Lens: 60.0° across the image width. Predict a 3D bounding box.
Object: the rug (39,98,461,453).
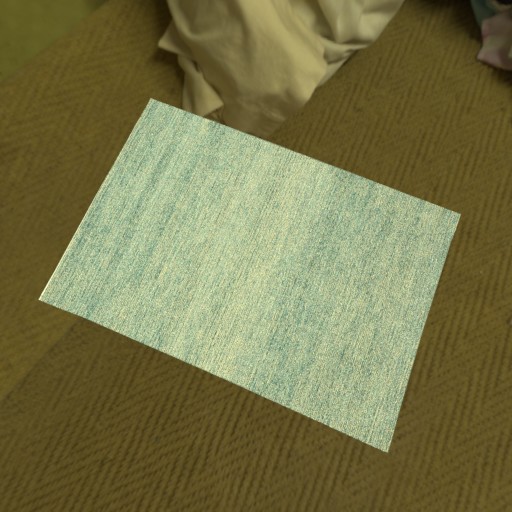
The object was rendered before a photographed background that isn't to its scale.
[{"bbox_3d":[0.000,0.000,5.050,4.078,0.052,2.802,22,76,6],"label":"rug"}]
